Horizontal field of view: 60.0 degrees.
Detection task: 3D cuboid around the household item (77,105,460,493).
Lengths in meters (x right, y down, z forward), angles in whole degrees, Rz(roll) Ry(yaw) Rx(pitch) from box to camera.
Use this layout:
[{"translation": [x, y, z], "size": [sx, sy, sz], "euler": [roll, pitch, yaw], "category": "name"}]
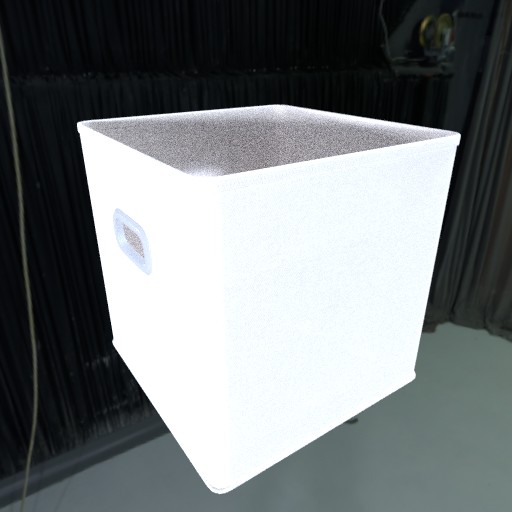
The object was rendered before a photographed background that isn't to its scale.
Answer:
[{"translation": [0.000, 0.000, 0.539], "size": [0.305, 0.305, 0.305], "euler": [-16, 30, -31], "category": "household item"}]
